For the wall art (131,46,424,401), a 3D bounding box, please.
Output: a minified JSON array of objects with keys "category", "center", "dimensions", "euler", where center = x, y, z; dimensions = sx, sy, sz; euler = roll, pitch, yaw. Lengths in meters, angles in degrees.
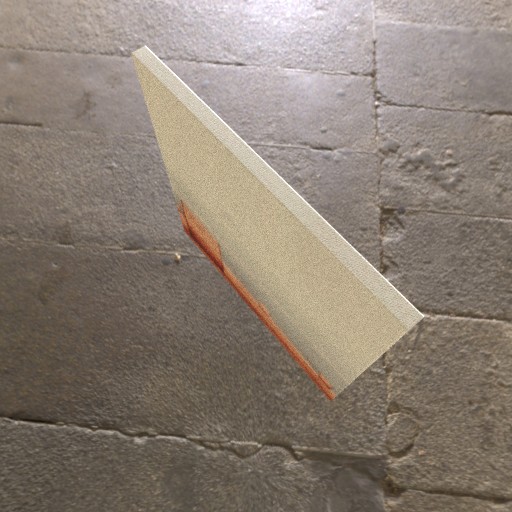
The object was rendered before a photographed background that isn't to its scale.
[{"category":"wall art","center":[0.000,0.000,1.132],"dimensions":[0.042,0.760,0.760],"euler":[-37,70,-16]}]
